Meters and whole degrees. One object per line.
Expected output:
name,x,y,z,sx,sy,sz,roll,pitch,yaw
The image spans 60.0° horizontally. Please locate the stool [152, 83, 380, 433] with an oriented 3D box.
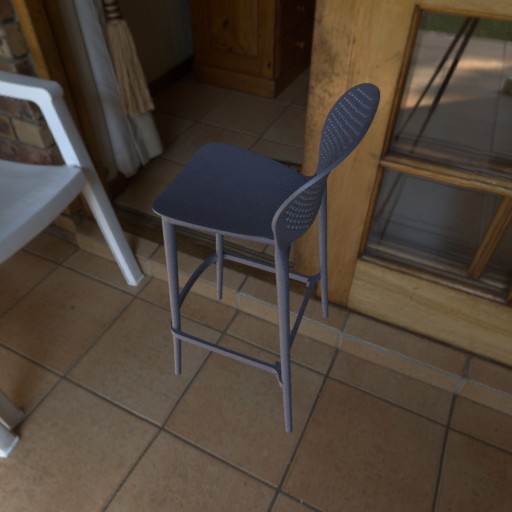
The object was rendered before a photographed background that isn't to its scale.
stool,0.000,0.000,1.358,0.535,1.045,0.536,15,47,14
